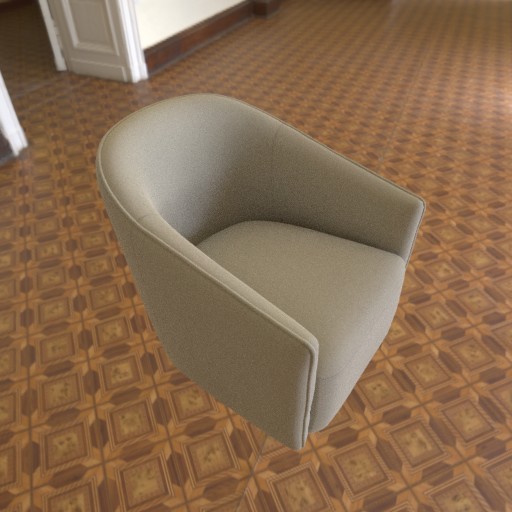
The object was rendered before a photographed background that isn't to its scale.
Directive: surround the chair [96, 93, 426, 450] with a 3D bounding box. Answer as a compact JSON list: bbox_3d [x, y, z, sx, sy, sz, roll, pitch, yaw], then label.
[{"bbox_3d":[0.000,0.000,1.447,0.875,0.799,0.747,25,47,26],"label":"chair"}]
